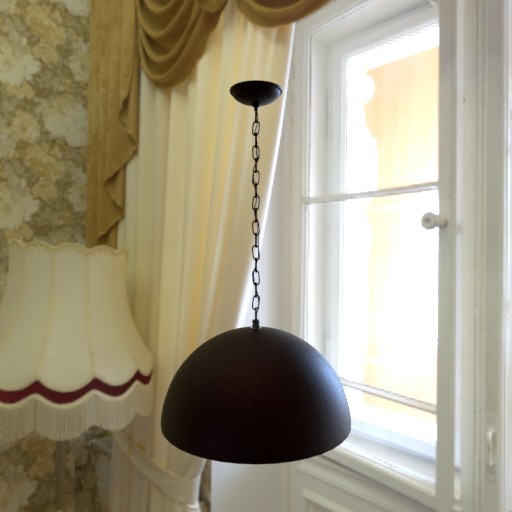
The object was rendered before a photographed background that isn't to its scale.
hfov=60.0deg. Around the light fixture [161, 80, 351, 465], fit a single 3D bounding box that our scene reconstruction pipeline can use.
[{"bbox_3d":[0.000,0.000,1.167,0.492,0.869,0.492,0,0,0],"label":"light fixture"}]
